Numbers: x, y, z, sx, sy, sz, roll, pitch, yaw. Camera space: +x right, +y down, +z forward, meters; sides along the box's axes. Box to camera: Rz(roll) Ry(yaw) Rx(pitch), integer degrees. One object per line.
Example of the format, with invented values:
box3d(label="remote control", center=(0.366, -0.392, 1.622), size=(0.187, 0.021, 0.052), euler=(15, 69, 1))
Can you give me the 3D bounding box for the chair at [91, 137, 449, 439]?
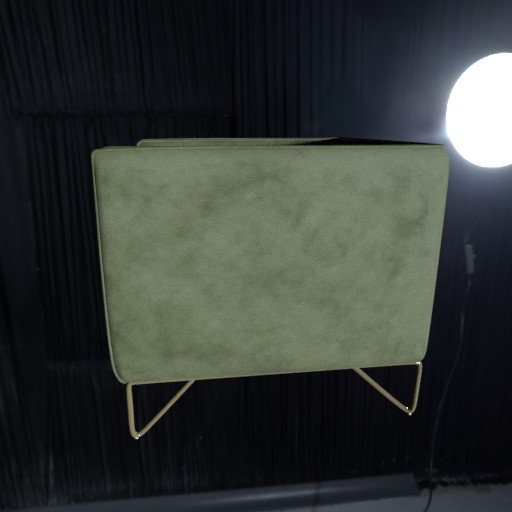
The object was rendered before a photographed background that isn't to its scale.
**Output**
box3d(label="chair", center=(0.000, 0.000, 1.558), size=(0.894, 0.790, 0.880), euler=(-2, 16, -7))
